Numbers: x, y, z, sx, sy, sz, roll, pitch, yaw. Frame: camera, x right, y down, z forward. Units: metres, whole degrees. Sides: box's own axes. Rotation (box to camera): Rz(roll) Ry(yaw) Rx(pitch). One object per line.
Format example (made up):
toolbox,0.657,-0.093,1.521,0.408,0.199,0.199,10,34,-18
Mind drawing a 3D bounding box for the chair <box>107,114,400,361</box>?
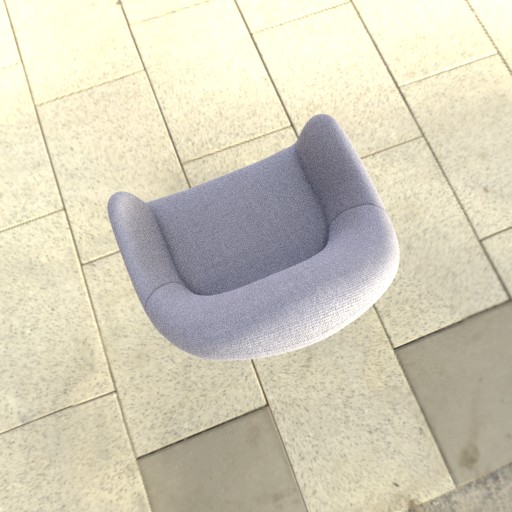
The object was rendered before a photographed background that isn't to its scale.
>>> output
chair,0.000,0.000,1.202,0.590,0.795,0.550,-23,77,-6
